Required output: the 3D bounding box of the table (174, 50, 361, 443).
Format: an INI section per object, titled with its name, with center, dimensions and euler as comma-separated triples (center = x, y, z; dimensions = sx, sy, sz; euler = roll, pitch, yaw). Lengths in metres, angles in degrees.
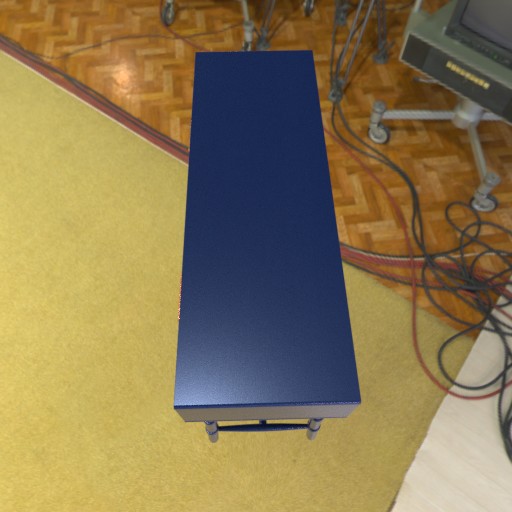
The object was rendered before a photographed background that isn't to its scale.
[table]
center = 0.000, 0.000, 1.494
dimensions = 0.399, 0.749, 1.118
euler = -1, 61, -1
